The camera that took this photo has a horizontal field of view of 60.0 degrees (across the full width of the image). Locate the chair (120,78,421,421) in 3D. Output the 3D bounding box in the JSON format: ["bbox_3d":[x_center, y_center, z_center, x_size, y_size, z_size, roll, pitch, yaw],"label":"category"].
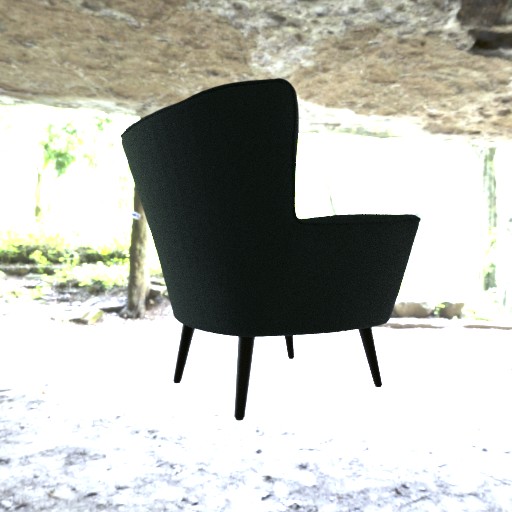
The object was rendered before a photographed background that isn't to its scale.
[{"bbox_3d":[0.000,0.000,1.562,0.888,0.933,0.781,-1,1,-35],"label":"chair"}]
